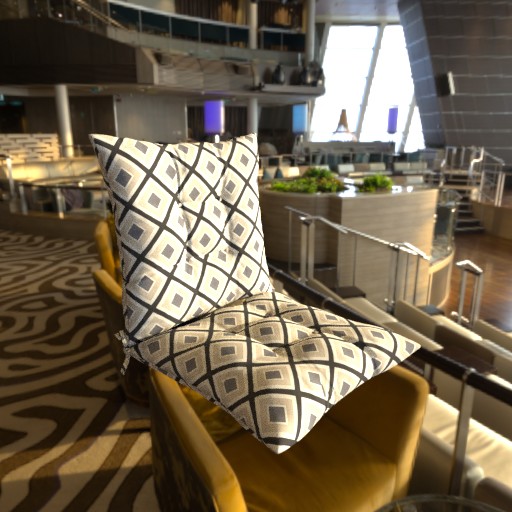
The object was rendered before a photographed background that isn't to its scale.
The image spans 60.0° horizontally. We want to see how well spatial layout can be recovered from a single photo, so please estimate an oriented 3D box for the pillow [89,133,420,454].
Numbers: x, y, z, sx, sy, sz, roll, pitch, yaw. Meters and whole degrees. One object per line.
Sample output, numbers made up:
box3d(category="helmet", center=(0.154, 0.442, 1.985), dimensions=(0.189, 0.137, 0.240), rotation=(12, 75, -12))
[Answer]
box3d(category="pillow", center=(0.000, 0.000, 0.999), dimensions=(0.585, 0.536, 0.541), rotation=(14, 21, 42))
